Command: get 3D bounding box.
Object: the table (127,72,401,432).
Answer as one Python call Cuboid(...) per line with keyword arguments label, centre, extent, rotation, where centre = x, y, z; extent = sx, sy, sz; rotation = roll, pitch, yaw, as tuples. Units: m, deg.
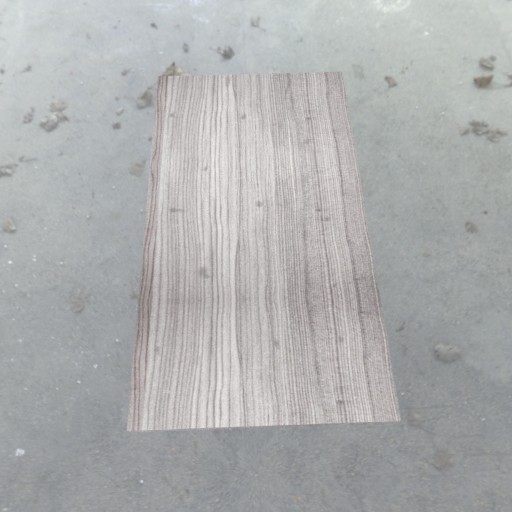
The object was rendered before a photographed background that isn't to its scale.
Cuboid(label="table", centre=(0.000, 0.000, 2.100), extent=(0.881, 0.736, 1.579), rotation=(-2, 64, -1))
